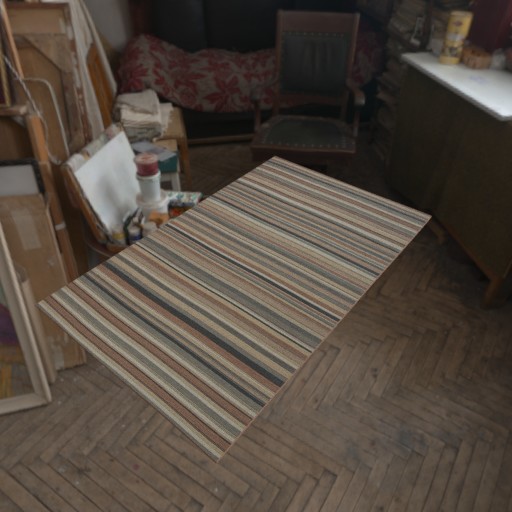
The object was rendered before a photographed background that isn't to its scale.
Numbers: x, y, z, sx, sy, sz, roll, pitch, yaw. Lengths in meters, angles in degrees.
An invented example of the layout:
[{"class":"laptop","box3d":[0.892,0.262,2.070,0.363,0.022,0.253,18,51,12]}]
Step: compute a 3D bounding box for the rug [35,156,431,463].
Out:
[{"class":"rug","box3d":[0.000,0.000,3.070,1.523,0.014,2.438,28,48,29]}]
